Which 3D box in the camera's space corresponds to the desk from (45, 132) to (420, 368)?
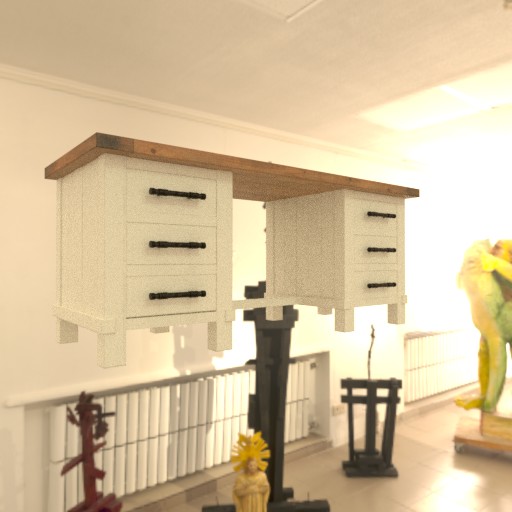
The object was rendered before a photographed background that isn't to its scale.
[{"bbox_3d":[0.000,0.000,2.214,1.803,0.760,0.688,0,-1,-38],"label":"desk"}]
